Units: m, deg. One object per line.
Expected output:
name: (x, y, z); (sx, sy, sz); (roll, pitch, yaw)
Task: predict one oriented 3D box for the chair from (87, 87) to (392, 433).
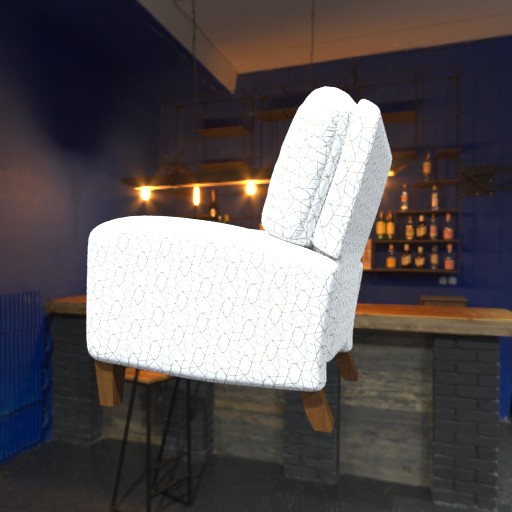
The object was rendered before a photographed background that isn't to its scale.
chair: (0.000, 0.000, 1.748); (0.995, 1.064, 0.796); (0, 0, 20)
